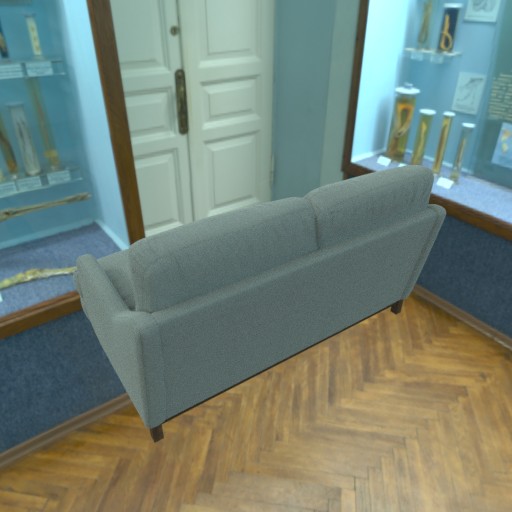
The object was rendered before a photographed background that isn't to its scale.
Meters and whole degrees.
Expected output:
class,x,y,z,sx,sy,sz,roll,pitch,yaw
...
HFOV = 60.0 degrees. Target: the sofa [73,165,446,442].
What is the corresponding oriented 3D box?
class,x,y,z,sx,sy,sz,roll,pitch,yaw
sofa,0.000,0.000,2.218,1.589,0.921,0.987,-20,37,-29
